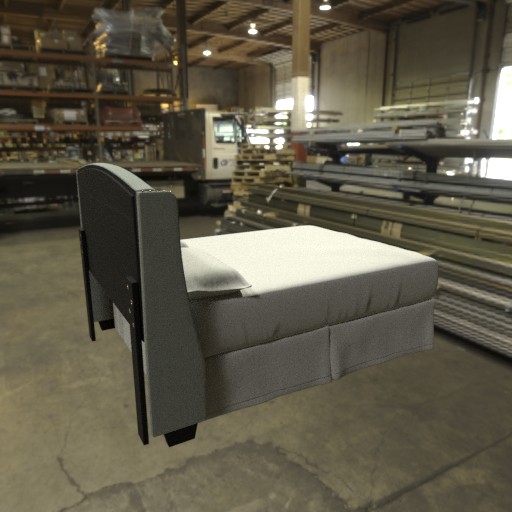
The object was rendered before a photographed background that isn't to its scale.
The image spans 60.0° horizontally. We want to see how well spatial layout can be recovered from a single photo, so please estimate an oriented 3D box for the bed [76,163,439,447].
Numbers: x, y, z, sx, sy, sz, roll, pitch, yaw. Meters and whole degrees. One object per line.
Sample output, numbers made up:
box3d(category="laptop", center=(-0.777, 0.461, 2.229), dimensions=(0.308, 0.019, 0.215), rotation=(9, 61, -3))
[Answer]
box3d(category="bed", center=(0.000, 0.000, 3.319), dimensions=(2.237, 1.407, 1.710), rotation=(-8, 17, -29))
